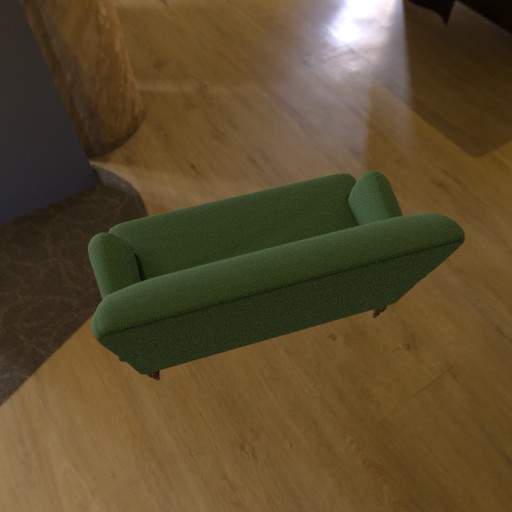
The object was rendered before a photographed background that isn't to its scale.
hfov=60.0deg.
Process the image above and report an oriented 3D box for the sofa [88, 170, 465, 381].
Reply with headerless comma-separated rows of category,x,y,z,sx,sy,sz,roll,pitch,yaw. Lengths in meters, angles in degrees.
sofa,0.000,0.000,1.861,1.297,0.889,0.779,-14,58,-9
